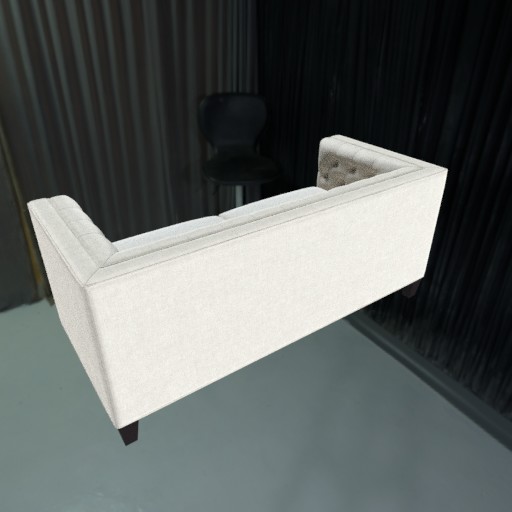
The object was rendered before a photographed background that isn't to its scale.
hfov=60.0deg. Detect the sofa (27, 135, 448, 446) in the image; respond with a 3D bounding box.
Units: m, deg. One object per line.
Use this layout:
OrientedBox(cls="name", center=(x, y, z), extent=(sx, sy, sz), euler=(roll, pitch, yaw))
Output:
OrientedBox(cls="sofa", center=(0.000, 0.000, 2.188), extent=(1.778, 0.762, 0.775), euler=(-20, 36, -30))
